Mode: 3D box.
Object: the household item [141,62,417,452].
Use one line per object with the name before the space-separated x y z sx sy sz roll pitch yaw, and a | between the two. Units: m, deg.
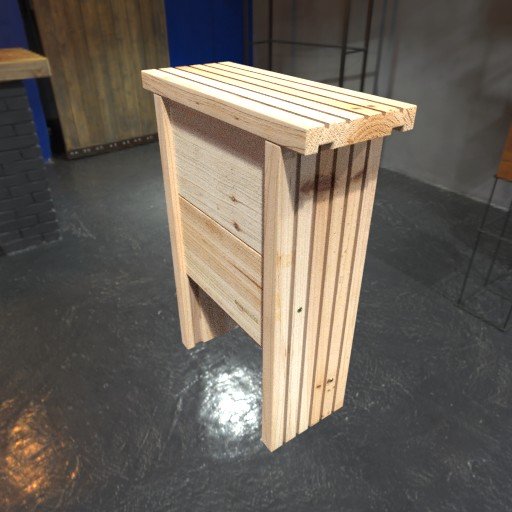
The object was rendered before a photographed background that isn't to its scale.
household item | 0.000 0.000 0.556 0.123 0.407 0.301 -20 37 -29
